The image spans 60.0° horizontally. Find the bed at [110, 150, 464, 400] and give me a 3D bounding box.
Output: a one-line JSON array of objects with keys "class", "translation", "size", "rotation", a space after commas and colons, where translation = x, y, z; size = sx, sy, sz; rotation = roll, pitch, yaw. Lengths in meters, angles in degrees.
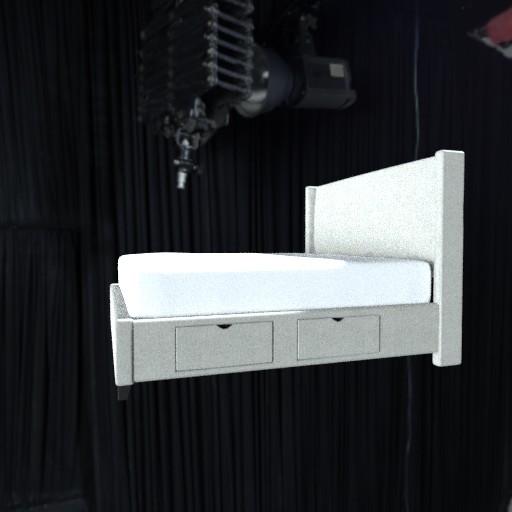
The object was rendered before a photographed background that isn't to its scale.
[{"class": "bed", "translation": [0.000, 0.000, 3.677], "size": [2.280, 1.470, 2.140], "rotation": [-1, 2, -19]}]
